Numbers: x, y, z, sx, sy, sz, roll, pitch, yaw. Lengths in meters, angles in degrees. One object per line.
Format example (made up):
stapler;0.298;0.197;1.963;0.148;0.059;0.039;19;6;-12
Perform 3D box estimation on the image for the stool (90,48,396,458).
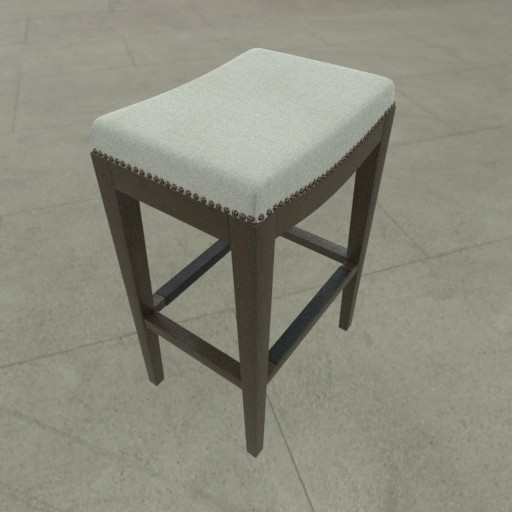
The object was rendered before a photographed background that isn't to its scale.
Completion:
stool;0.000;0.000;1.031;0.358;0.759;0.498;26;48;26
